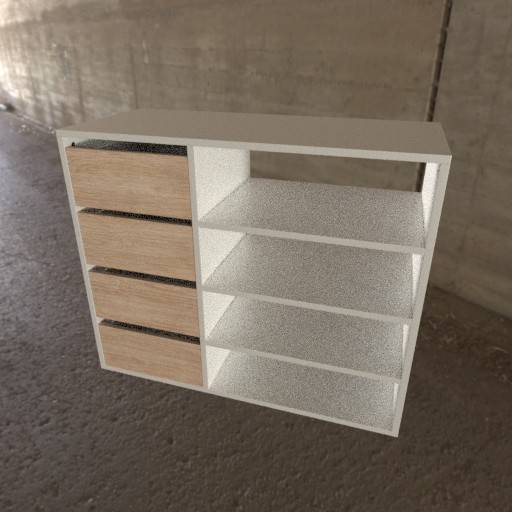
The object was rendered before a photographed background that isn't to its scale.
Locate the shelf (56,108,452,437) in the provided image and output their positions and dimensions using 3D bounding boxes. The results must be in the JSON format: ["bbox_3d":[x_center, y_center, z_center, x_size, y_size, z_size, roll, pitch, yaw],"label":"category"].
[{"bbox_3d":[0.000,0.000,1.281,0.895,0.732,0.396,8,27,16],"label":"shelf"}]
